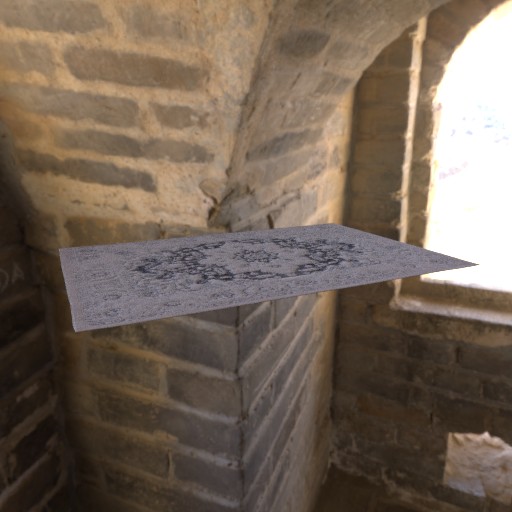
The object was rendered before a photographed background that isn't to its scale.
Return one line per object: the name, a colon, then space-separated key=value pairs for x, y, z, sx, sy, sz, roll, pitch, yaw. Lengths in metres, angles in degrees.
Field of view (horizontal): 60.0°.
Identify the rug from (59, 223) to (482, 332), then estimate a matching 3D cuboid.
rug: x=0.000 y=0.000 z=2.268 sx=1.813 sy=0.008 sz=1.223 roll=-7 pitch=16 yaw=-25
